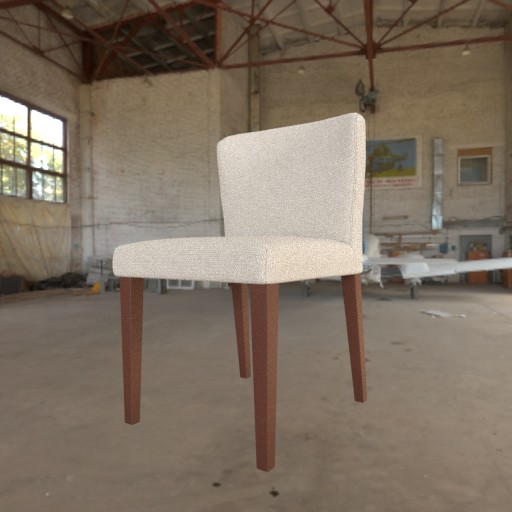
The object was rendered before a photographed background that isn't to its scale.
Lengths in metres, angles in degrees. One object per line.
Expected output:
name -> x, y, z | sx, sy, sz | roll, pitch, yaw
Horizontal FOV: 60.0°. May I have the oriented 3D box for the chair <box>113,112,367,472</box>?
chair -> 0.000, 0.000, 1.205 | 0.491, 0.839, 0.589 | 1, 1, 35
